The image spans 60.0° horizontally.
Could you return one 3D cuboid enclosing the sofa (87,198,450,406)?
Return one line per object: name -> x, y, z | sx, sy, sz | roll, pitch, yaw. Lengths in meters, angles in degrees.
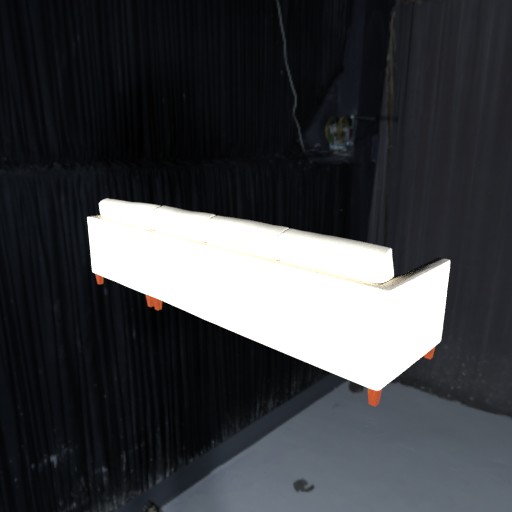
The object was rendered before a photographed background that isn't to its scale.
sofa -> 0.000, 0.000, 4.170 | 3.471, 0.954, 1.603 | 14, 20, 41
